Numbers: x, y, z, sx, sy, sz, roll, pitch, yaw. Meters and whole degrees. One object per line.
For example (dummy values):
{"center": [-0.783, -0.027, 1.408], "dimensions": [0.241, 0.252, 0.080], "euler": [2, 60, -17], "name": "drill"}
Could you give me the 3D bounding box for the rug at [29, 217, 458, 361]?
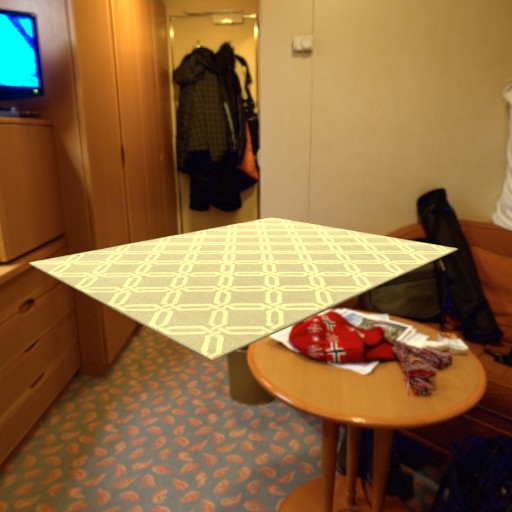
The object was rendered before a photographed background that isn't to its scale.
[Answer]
{"center": [0.000, 0.000, 3.789], "dimensions": [2.288, 0.018, 2.895], "euler": [14, 21, 43], "name": "rug"}
